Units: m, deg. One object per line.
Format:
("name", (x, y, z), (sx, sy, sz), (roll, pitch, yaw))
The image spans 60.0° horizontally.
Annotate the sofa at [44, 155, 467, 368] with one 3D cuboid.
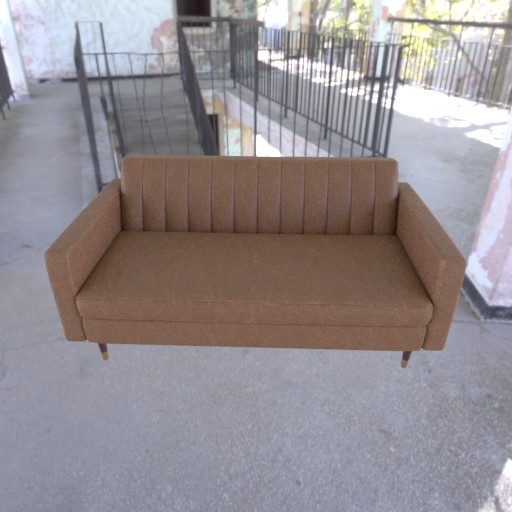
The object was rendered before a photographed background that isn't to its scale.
("sofa", (0.000, 0.000, 2.398), (1.847, 0.821, 0.993), (1, 30, 2))
